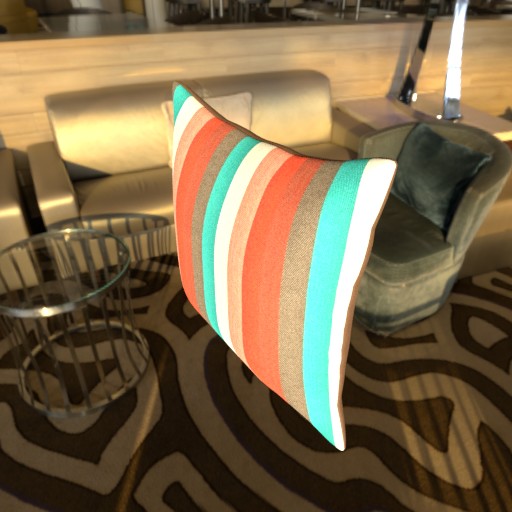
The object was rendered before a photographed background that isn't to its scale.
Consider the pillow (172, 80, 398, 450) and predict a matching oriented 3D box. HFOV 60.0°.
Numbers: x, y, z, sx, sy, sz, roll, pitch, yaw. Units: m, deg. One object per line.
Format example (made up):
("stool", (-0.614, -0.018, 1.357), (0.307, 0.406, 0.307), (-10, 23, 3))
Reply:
("pillow", (0.000, 0.000, 0.680), (0.168, 0.443, 0.453), (-21, 38, -29))
